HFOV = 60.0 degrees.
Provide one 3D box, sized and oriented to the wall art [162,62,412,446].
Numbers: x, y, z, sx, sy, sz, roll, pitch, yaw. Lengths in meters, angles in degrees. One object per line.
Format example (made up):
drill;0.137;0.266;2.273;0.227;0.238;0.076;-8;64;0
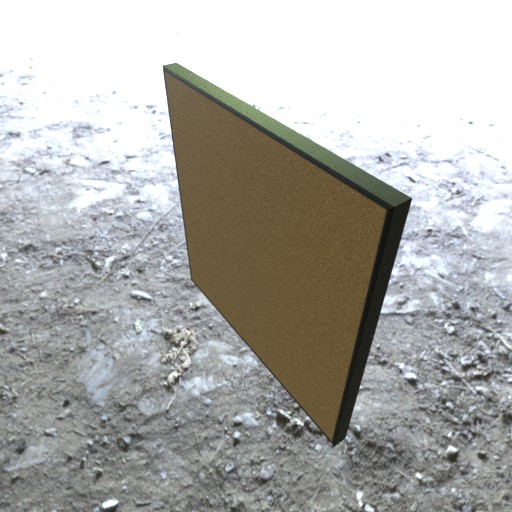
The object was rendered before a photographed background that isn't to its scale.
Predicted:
wall art;0.000;0.000;0.772;0.028;0.511;0.513;-25;47;-26
